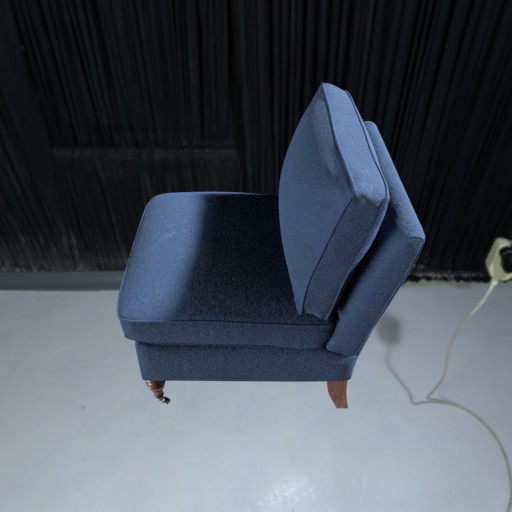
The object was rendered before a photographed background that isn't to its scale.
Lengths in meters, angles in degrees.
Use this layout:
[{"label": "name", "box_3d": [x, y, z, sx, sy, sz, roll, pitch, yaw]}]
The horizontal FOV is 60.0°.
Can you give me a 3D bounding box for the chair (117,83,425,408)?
[{"label": "chair", "box_3d": [0.000, 0.000, 1.671, 0.912, 1.052, 0.724, 0, 42, 0]}]
